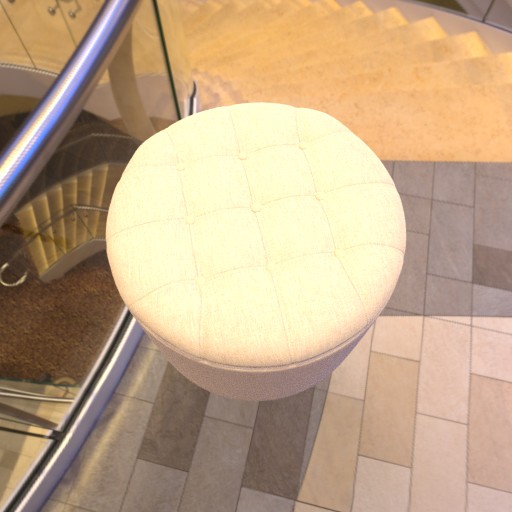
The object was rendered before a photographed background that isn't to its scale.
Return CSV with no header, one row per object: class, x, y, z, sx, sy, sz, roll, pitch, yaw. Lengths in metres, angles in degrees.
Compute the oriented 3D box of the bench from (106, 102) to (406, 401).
bench,0.000,0.000,1.036,0.600,0.454,0.600,0,64,0
